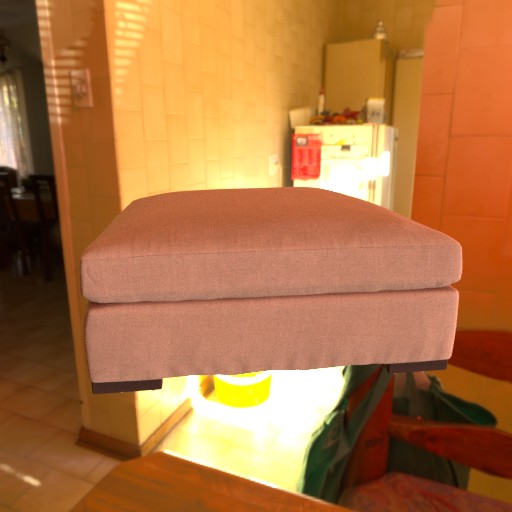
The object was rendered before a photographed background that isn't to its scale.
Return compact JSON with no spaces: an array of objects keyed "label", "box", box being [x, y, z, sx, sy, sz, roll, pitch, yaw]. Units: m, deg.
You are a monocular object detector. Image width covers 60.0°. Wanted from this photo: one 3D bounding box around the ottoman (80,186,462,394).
[{"label":"ottoman","box":[0.000,0.000,1.860,1.171,0.517,1.203,-2,15,-7]}]
